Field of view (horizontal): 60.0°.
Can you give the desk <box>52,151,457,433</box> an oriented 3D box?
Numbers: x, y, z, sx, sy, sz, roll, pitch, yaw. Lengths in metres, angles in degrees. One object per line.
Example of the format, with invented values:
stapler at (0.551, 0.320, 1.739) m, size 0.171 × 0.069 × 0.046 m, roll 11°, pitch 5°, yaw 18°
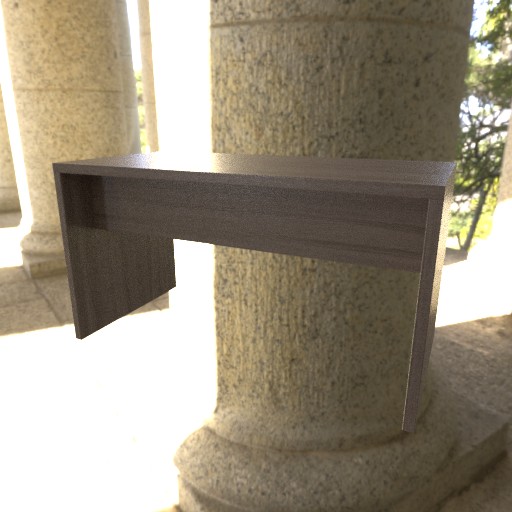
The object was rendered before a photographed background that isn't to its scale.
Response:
desk at (0.000, 0.000, 1.798) m, size 1.380 × 0.745 × 0.690 m, roll 8°, pitch 19°, yaw 24°
